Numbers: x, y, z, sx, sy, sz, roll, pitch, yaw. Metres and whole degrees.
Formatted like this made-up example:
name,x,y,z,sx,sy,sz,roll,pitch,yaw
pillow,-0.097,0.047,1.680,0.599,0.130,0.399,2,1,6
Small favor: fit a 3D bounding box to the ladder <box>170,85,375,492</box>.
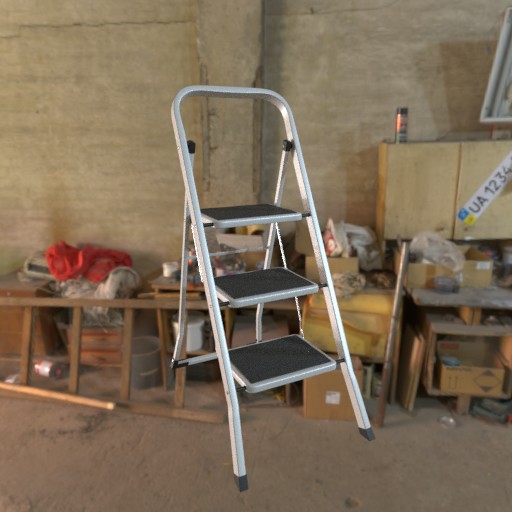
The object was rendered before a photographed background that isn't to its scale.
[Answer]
name,x,y,z,sx,sy,sz,roll,pitch,yaw
ladder,0.000,0.000,1.424,0.460,1.050,0.711,-8,17,-26
